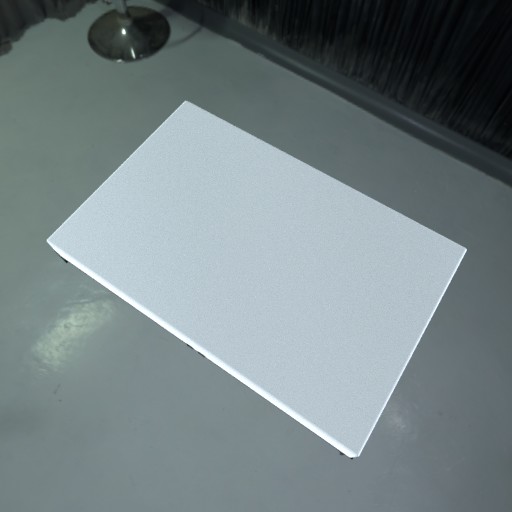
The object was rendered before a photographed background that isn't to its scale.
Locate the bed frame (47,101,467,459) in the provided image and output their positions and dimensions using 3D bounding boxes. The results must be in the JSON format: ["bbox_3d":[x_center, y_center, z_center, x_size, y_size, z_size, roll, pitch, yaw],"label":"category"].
[{"bbox_3d":[0.000,0.000,3.903,2.987,0.440,1.930,31,68,14],"label":"bed frame"}]
